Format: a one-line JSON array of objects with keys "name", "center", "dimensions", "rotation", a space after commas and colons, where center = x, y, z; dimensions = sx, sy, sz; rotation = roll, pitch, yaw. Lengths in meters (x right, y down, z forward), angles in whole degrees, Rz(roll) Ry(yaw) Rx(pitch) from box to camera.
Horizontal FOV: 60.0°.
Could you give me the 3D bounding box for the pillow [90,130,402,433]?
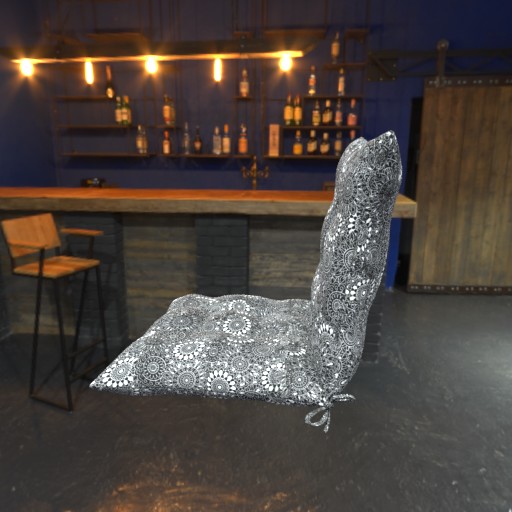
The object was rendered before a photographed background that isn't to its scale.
[{"name": "pillow", "center": [0.000, 0.000, 1.014], "dimensions": [0.585, 0.536, 0.541], "rotation": [2, 14, 8]}]
